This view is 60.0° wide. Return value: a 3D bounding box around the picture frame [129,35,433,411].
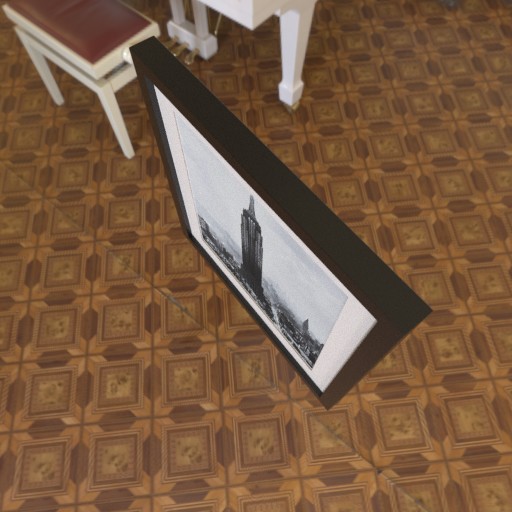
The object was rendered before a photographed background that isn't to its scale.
[{"bbox_3d":[0.000,0.000,0.517,0.029,0.353,0.355,-35,68,-16],"label":"picture frame"}]
